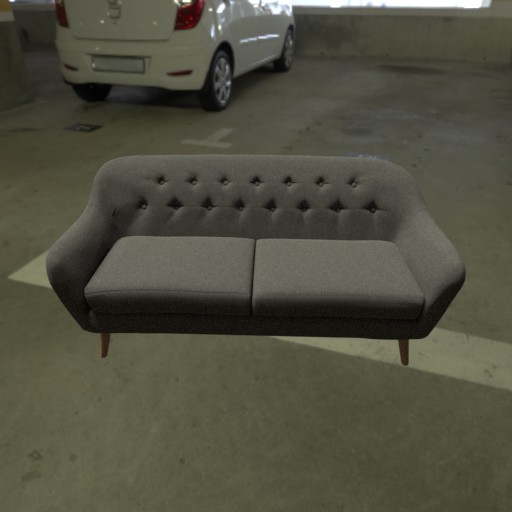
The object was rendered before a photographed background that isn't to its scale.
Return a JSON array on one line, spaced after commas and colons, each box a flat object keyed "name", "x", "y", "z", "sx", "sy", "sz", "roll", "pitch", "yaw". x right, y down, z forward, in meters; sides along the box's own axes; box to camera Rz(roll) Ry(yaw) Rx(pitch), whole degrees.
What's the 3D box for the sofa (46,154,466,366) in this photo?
[{"name": "sofa", "x": 0.000, "y": 0.000, "z": 2.290, "sx": 1.840, "sy": 0.820, "sz": 0.820, "roll": 1, "pitch": 31, "yaw": 2}]
